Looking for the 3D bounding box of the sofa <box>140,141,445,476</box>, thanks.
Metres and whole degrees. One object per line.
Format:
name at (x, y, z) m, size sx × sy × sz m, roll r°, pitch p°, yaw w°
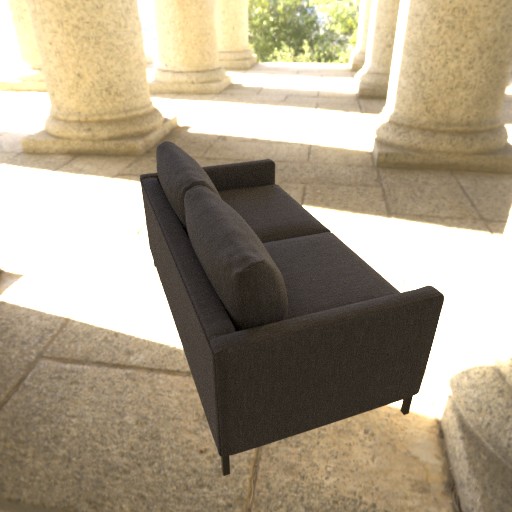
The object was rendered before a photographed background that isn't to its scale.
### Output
sofa at (0.000, 0.000, 2.204) m, size 0.875 × 0.840 × 1.682 m, roll -11°, pitch 32°, yaw -18°
